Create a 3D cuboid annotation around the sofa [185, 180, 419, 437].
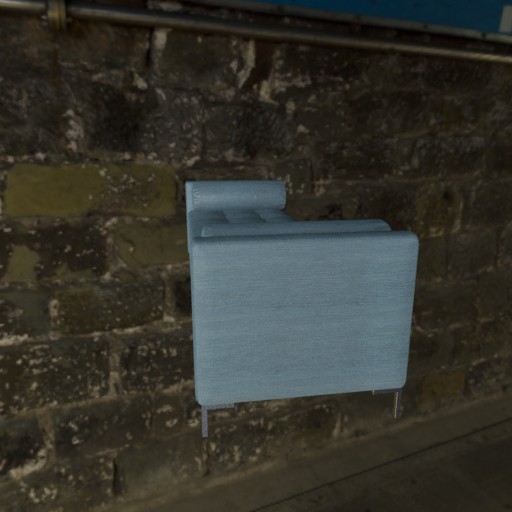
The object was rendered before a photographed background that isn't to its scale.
[{"bbox_3d":[0.000,0.000,2.288,0.686,0.635,1.981,-2,15,-9],"label":"sofa"}]
